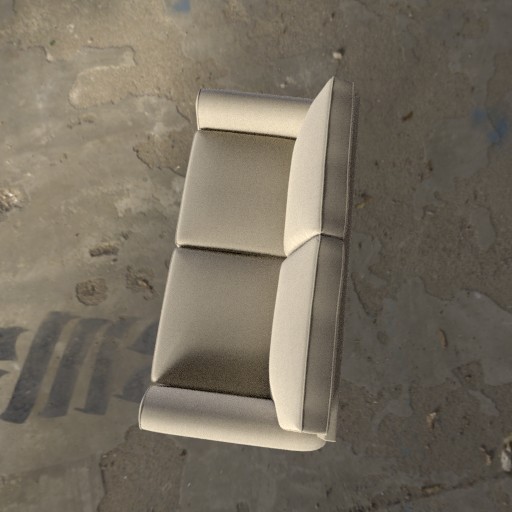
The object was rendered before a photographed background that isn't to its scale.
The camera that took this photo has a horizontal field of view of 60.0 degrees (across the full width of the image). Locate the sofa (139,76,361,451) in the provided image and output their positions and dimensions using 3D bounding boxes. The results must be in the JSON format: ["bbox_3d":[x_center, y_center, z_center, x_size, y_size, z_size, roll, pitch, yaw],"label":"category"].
[{"bbox_3d":[0.000,0.000,2.277,0.861,0.933,1.774,7,75,2],"label":"sofa"}]
